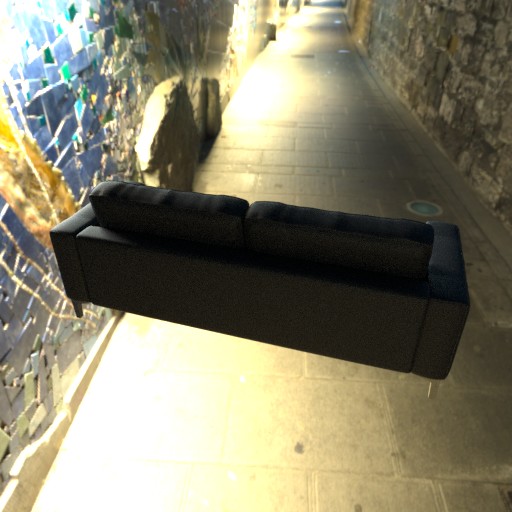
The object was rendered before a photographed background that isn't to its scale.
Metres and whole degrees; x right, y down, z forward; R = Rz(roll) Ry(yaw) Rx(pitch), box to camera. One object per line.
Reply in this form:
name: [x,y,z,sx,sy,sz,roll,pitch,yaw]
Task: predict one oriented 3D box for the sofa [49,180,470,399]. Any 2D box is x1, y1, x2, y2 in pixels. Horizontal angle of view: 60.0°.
sofa: [0.000,0.000,2.663,2.275,0.893,0.833,10,33,15]
